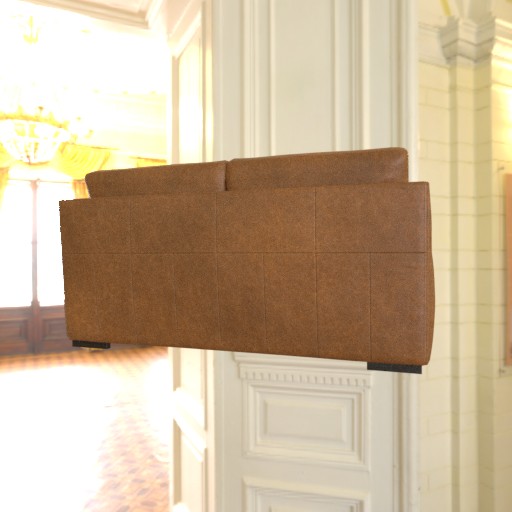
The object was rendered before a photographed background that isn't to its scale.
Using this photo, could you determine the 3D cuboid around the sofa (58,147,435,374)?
[{"bbox_3d":[0.000,0.000,2.539,1.880,0.966,1.144,0,0,19],"label":"sofa"}]
